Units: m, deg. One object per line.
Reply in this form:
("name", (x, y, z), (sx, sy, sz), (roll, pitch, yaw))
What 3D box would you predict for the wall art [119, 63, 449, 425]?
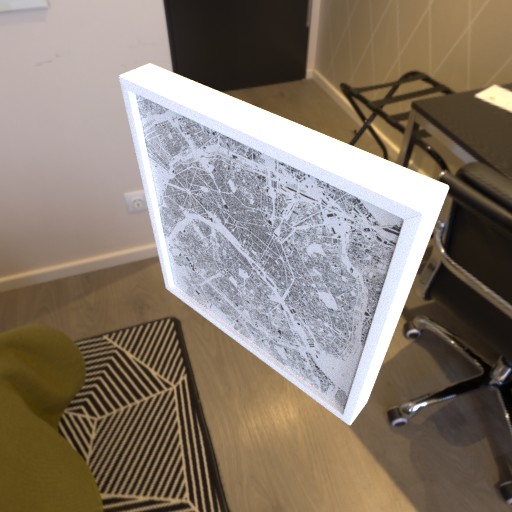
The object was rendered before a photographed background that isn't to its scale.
("wall art", (0.000, 0.000, 0.459), (0.305, 0.305, 0.038), (31, 53, 27))
